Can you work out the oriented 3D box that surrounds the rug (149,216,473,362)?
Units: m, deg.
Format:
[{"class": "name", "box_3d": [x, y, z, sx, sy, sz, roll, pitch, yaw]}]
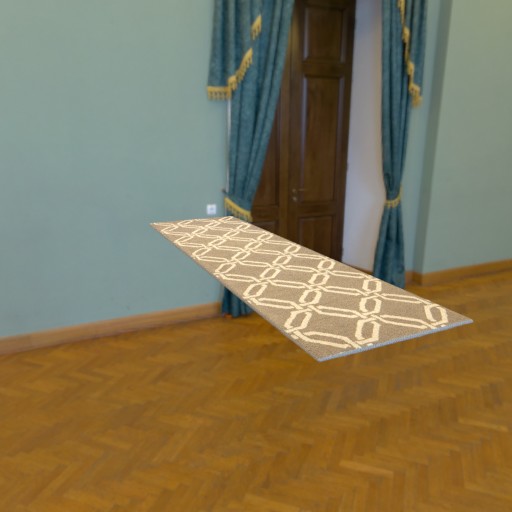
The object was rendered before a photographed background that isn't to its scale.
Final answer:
[{"class": "rug", "box_3d": [0.000, 0.000, 2.474, 0.678, 0.014, 2.276, -8, 17, -25]}]
